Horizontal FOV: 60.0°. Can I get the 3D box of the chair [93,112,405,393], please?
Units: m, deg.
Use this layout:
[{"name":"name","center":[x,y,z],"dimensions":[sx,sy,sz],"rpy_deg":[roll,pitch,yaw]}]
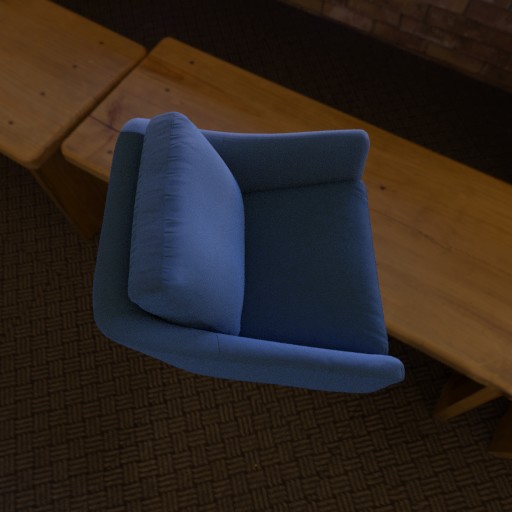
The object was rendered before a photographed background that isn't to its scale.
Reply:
[{"name":"chair","center":[0.000,0.000,1.700],"dimensions":[0.961,0.899,0.987],"rpy_deg":[-1,65,0]}]
